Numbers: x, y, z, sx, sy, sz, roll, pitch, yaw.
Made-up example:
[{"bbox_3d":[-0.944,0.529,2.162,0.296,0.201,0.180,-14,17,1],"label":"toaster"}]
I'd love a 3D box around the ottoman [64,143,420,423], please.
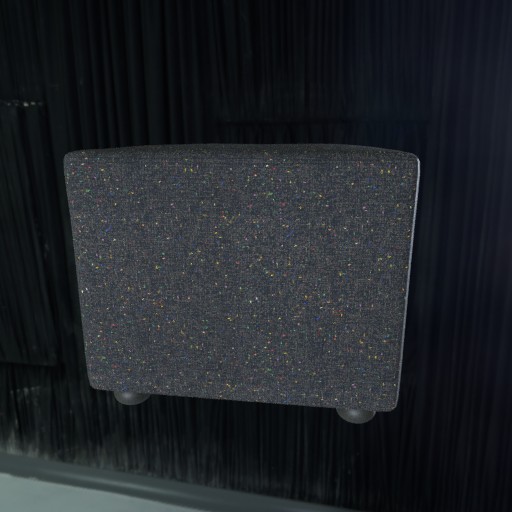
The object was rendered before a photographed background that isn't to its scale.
[{"bbox_3d":[0.000,0.000,0.882,0.508,0.432,0.508,2,15,7],"label":"ottoman"}]
